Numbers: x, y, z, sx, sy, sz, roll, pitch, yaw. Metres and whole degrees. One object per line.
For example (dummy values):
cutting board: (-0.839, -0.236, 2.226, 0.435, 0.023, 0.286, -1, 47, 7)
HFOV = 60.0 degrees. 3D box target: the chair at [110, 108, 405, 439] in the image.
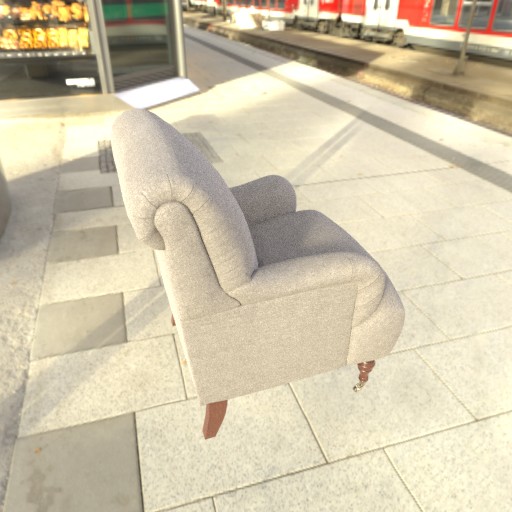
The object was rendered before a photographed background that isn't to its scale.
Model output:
chair: (0.000, 0.000, 1.577, 0.843, 0.942, 0.766, -10, 33, -16)
